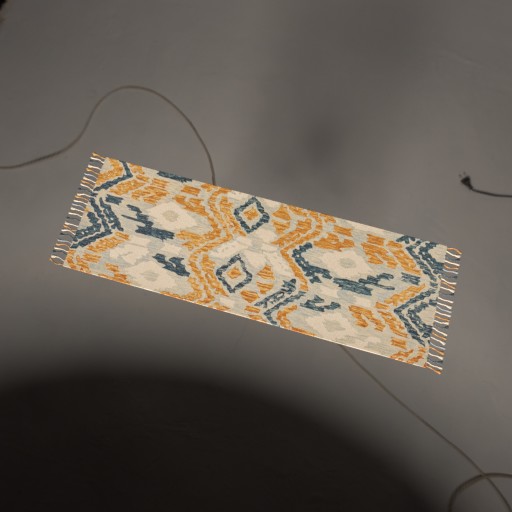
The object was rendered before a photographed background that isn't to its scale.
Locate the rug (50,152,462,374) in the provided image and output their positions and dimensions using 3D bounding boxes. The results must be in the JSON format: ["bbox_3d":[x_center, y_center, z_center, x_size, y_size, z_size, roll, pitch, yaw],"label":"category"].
[{"bbox_3d":[0.000,0.000,2.729,2.437,0.010,0.783,15,76,4],"label":"rug"}]
